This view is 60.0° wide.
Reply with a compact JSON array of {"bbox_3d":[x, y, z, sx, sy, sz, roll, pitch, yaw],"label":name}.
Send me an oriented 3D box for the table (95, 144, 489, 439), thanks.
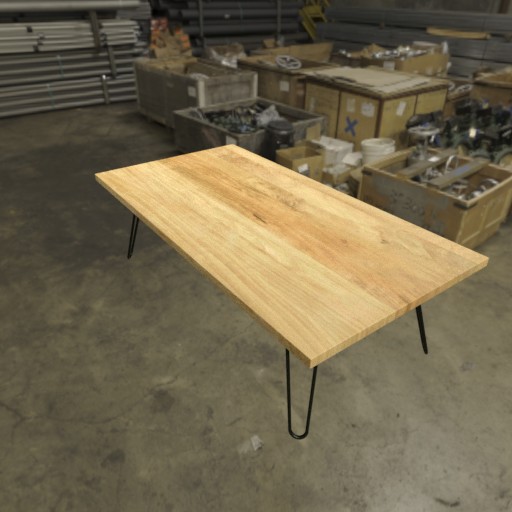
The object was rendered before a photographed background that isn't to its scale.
[{"bbox_3d":[0.000,0.000,1.683,0.699,0.400,1.348,-21,37,-30],"label":"table"}]
